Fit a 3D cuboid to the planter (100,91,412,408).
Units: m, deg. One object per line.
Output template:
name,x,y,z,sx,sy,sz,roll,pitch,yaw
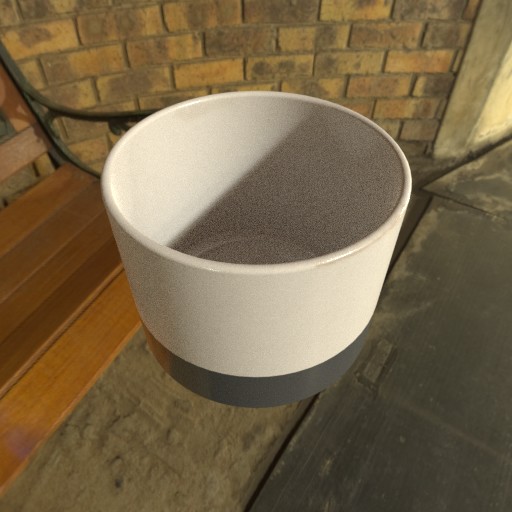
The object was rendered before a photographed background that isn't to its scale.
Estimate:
planter,0.000,0.000,0.344,0.193,0.177,0.193,0,46,0
